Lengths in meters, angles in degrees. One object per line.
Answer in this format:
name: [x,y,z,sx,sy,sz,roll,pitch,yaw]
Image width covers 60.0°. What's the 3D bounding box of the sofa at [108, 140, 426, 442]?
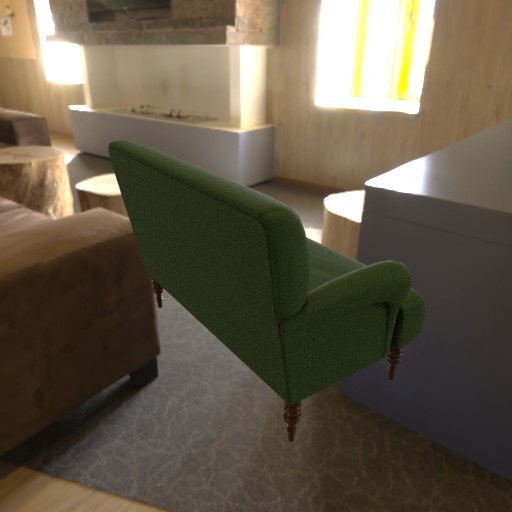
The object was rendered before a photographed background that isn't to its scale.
sofa: [0.000,0.000,1.891,0.779,0.889,1.297,-17,30,-32]
